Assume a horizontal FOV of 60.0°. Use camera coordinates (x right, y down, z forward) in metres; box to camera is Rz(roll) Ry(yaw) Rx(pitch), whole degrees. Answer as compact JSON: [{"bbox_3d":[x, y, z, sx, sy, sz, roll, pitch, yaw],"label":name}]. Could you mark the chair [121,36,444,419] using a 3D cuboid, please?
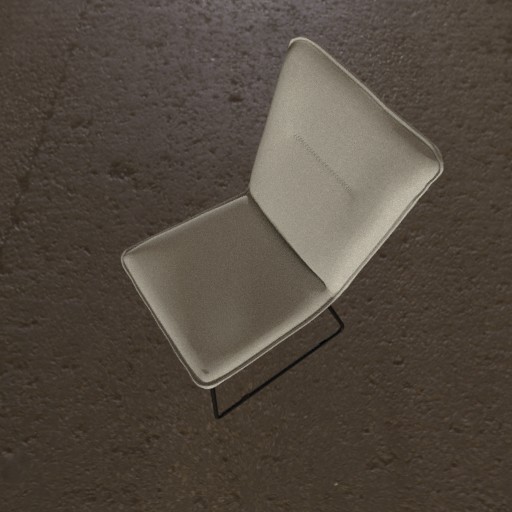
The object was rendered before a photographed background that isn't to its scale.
[{"bbox_3d":[0.000,0.000,1.324,0.688,0.930,0.515,-31,66,-16],"label":"chair"}]
